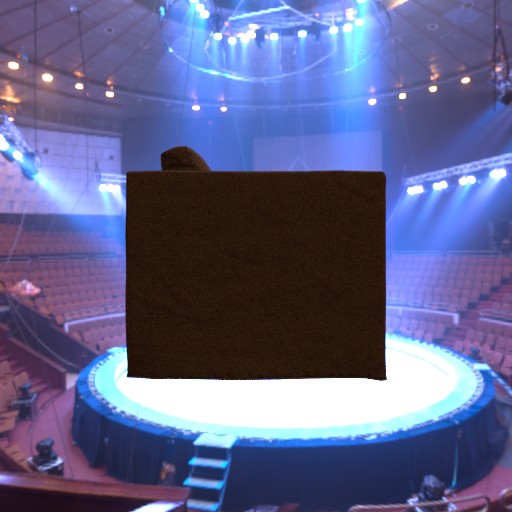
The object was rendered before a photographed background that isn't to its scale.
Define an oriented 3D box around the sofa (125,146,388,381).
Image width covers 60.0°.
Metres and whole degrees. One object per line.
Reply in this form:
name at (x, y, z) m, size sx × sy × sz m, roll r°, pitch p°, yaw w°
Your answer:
sofa at (0.000, 0.000, 2.506) m, size 0.953 × 0.855 × 1.982 m, roll 0°, pitch 0°, yaw -1°
